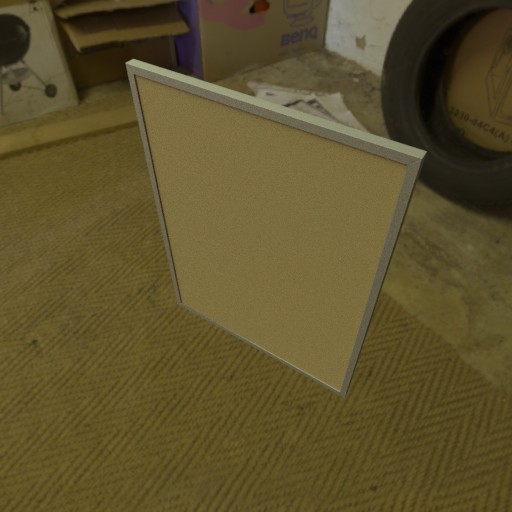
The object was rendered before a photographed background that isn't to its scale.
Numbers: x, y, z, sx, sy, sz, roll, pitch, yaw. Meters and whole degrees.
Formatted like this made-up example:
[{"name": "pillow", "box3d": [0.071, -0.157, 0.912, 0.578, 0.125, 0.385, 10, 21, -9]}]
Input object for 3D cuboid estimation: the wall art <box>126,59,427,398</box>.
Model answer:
[{"name": "wall art", "box3d": [0.000, 0.000, 1.398, 0.789, 1.042, 0.034, 25, 52, 22]}]
